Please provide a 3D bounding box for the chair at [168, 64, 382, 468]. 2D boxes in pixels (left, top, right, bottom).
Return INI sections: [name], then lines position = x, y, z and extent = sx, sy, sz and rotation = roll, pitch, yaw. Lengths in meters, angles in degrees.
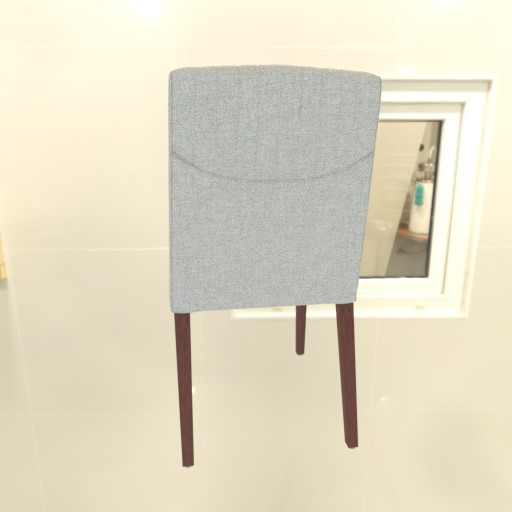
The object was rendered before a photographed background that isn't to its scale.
[chair]
position = 0.000, 0.000, 1.229
extent = 0.480, 0.900, 0.594
rotation = -2, 15, -9
